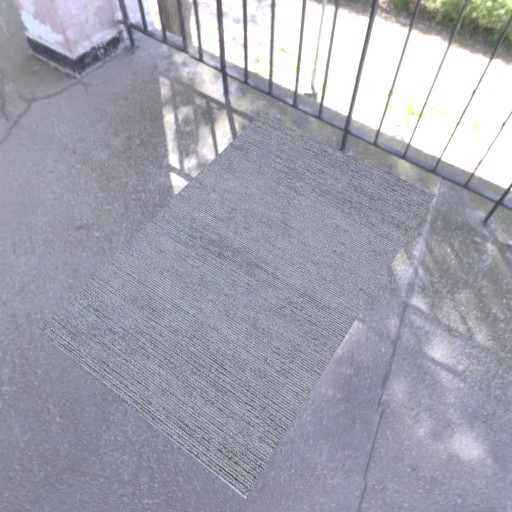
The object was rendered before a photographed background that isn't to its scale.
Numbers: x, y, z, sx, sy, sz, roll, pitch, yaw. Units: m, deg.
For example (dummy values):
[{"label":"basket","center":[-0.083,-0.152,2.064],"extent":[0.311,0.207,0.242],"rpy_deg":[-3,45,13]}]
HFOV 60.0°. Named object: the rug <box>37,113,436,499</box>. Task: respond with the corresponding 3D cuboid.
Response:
[{"label":"rug","center":[0.000,0.000,2.202],"extent":[1.159,0.021,1.789],"rpy_deg":[31,63,18]}]
